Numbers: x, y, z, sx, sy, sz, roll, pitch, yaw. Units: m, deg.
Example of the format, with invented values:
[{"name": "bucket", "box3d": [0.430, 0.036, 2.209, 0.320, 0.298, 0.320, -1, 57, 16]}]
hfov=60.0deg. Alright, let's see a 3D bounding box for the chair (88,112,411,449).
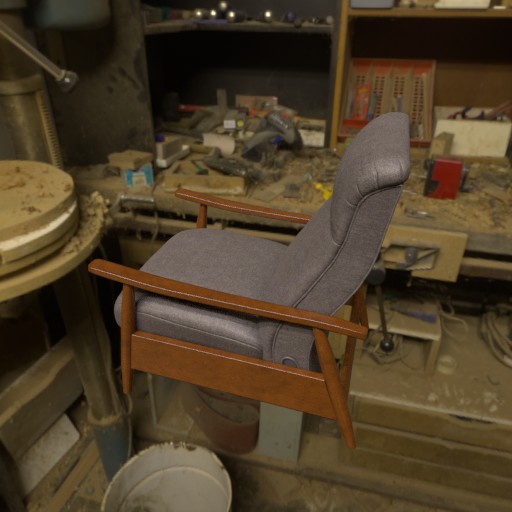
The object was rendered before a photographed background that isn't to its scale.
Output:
[{"name": "chair", "box3d": [0.000, 0.000, 1.778, 1.014, 1.081, 0.762, 8, 32, 14]}]
